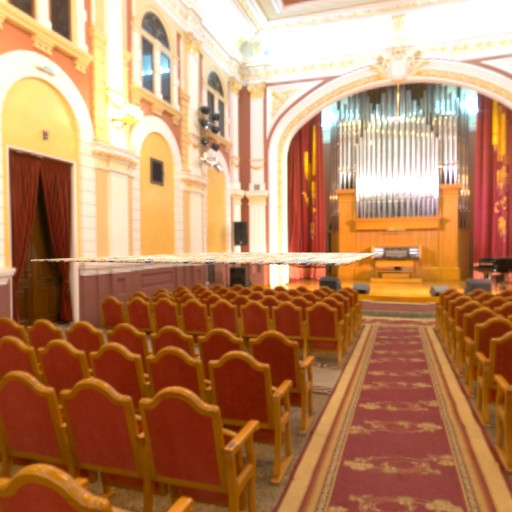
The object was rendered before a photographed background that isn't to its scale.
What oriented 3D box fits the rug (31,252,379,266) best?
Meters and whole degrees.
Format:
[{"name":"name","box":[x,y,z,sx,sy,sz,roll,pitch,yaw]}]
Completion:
[{"name":"rug","box":[0.000,0.000,3.077,1.533,0.010,2.428,0,2,18]}]
